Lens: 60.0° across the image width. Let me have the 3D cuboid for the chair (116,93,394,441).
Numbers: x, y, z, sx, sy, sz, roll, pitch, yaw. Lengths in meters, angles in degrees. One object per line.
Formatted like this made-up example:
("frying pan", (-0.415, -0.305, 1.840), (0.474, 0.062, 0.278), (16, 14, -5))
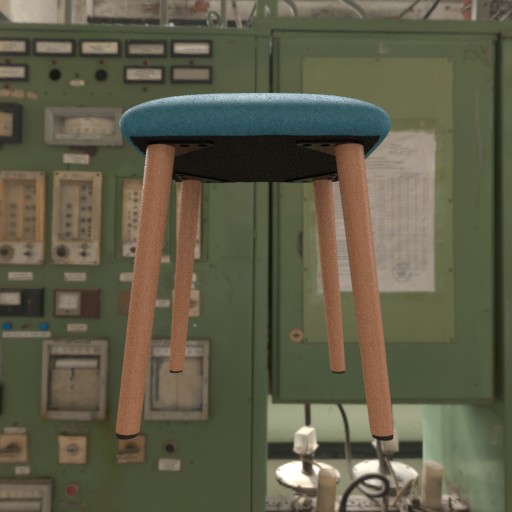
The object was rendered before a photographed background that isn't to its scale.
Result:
("chair", (0.000, 0.000, 0.710), (0.360, 0.450, 0.360), (0, -1, 1))
